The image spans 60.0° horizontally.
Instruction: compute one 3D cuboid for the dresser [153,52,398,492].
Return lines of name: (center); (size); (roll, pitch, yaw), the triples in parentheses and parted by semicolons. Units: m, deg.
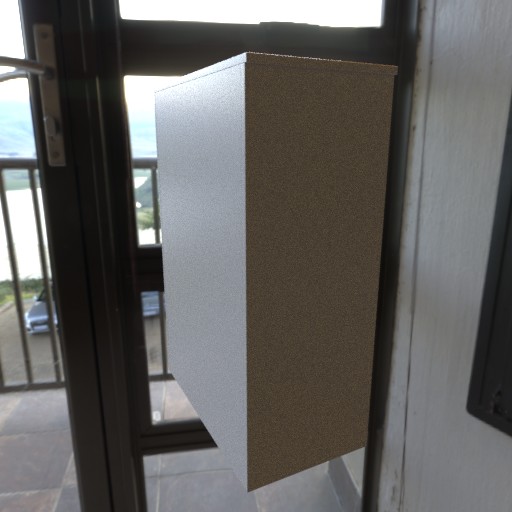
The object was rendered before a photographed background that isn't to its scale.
dresser: (0.000, 0.000, 1.368); (0.401, 1.021, 0.704); (-7, 17, -26)
